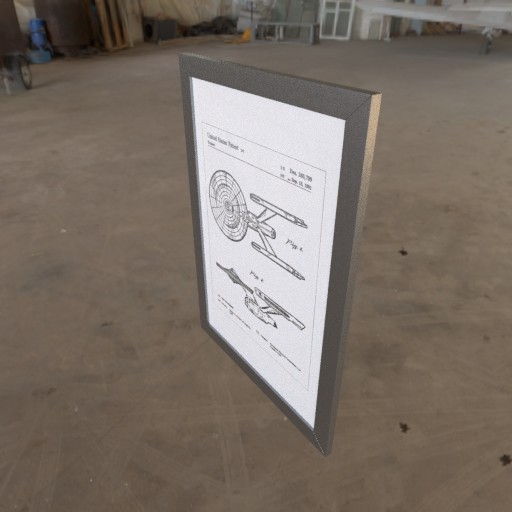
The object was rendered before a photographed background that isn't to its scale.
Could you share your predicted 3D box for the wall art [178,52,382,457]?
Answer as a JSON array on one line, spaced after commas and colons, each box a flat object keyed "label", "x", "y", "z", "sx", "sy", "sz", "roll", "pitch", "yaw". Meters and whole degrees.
[{"label": "wall art", "x": 0.000, "y": 0.000, "z": 0.671, "sx": 0.013, "sy": 0.529, "sz": 0.376, "roll": -21, "pitch": 37, "yaw": -30}]
